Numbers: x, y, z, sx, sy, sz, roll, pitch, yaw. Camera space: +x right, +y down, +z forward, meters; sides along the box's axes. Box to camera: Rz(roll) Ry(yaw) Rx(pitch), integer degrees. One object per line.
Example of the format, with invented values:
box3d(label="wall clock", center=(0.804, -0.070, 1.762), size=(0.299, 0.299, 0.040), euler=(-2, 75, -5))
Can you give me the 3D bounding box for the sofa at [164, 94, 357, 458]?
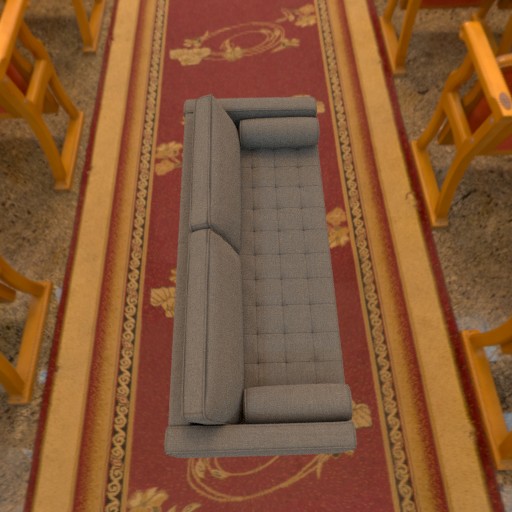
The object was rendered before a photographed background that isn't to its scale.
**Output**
box3d(label="sofa", center=(0.000, 0.000, 2.678), size=(0.914, 0.762, 2.198), euler=(-2, 64, -1))
